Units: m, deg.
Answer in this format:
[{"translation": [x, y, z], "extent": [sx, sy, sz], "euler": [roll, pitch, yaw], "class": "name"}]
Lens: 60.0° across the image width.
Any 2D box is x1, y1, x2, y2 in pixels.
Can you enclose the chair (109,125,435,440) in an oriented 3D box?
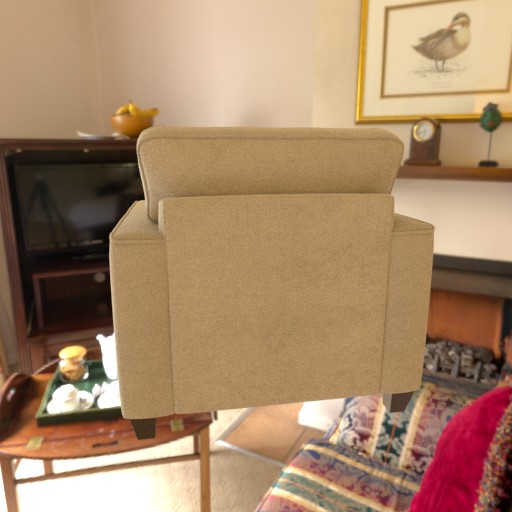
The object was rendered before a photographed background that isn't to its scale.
[{"translation": [0.000, 0.000, 1.774], "extent": [1.015, 0.965, 0.939], "euler": [-2, 14, -10], "class": "chair"}]
